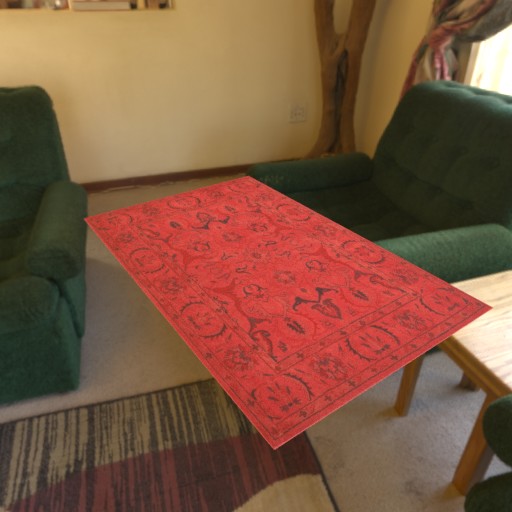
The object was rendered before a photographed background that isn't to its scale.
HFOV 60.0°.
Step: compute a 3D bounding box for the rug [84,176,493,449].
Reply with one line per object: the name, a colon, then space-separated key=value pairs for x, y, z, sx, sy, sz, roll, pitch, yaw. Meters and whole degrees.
rug: x=0.000 y=0.000 z=2.940 sx=1.534 sy=0.010 sz=2.423 roll=-20 pitch=37 yaw=-29
